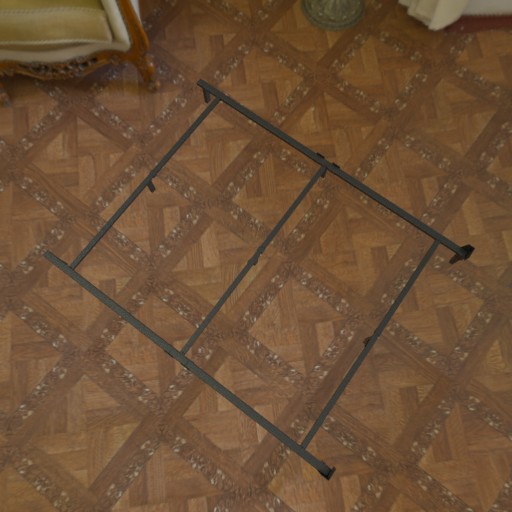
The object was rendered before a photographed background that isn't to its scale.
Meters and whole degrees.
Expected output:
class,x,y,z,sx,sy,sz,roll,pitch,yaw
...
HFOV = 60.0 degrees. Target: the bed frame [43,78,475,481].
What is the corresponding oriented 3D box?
class,x,y,z,sx,sy,sz,roll,pitch,yaw
bed frame,0.000,0.000,2.628,1.990,0.248,1.498,35,78,9
